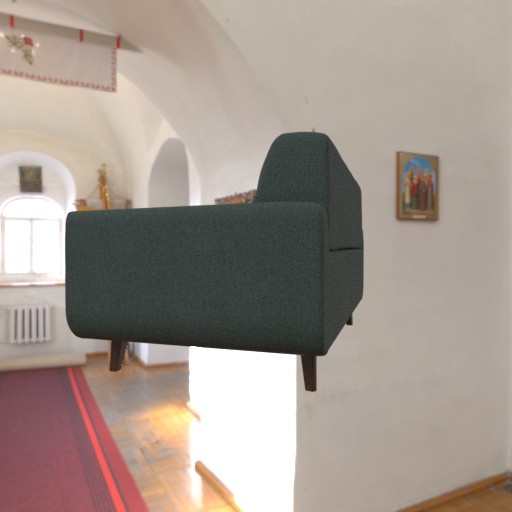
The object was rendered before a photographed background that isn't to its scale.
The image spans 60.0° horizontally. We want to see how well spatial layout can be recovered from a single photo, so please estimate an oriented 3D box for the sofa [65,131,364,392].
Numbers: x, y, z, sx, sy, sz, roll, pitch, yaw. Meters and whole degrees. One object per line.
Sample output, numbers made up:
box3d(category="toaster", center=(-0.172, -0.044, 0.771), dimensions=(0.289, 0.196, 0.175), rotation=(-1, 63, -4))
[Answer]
box3d(category="sofa", center=(0.000, 0.000, 2.148), dimensions=(0.909, 0.841, 1.631), rotation=(0, 1, 18))
